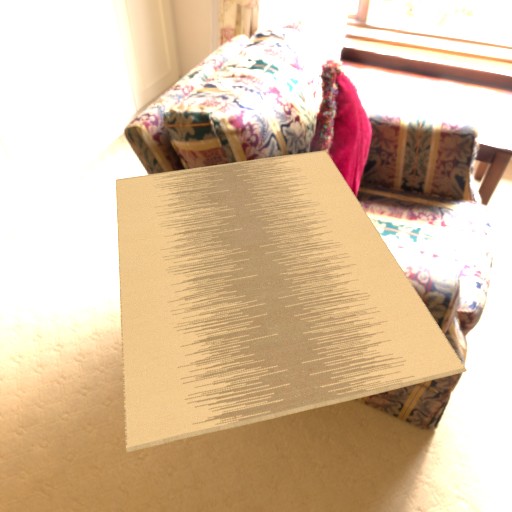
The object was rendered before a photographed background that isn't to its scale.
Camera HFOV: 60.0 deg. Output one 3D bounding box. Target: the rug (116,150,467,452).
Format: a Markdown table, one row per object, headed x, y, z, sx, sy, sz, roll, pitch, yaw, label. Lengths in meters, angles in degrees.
| x | y | z | sx | sy | sz | roll | pitch | yaw | label |
| --- | --- | --- | --- | --- | --- | --- | --- | --- | --- |
| 0.000 | 0.000 | 4.067 | 2.453 | 0.010 | 3.037 | -10 | 47 | -10 | rug |
